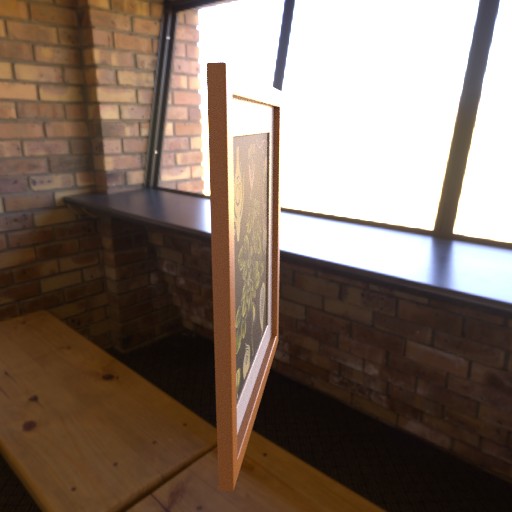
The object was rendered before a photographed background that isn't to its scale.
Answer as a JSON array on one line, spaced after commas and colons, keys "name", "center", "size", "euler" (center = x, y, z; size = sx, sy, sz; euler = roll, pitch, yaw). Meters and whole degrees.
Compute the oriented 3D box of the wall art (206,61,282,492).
[{"name": "wall art", "center": [0.000, 0.000, 0.515], "size": [0.015, 0.379, 0.310], "euler": [3, 17, 10]}]
